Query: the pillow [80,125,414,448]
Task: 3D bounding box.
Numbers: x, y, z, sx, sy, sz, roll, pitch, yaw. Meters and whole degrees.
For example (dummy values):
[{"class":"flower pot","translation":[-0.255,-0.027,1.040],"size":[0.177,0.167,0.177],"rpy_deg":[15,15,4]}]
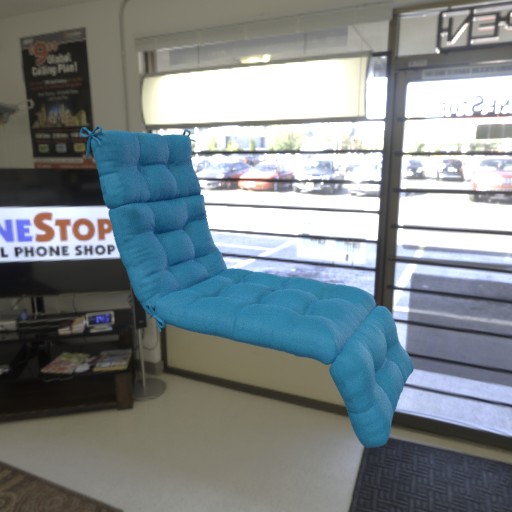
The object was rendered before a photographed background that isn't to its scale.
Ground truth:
[{"class":"pillow","translation":[0.000,0.000,1.494],"size":[1.016,0.863,0.526],"rpy_deg":[7,15,27]}]
